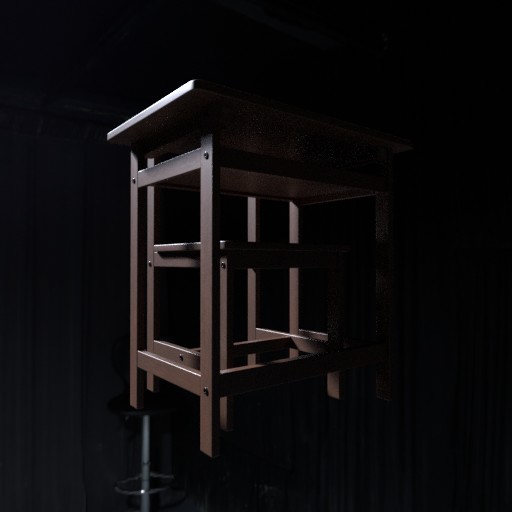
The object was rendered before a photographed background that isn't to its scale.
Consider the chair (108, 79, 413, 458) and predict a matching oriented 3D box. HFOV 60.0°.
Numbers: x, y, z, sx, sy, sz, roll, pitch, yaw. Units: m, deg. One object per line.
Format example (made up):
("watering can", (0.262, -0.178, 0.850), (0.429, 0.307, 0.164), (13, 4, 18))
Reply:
("chair", (0.000, 0.000, 1.043), (0.599, 0.673, 0.463), (0, -1, -38))
